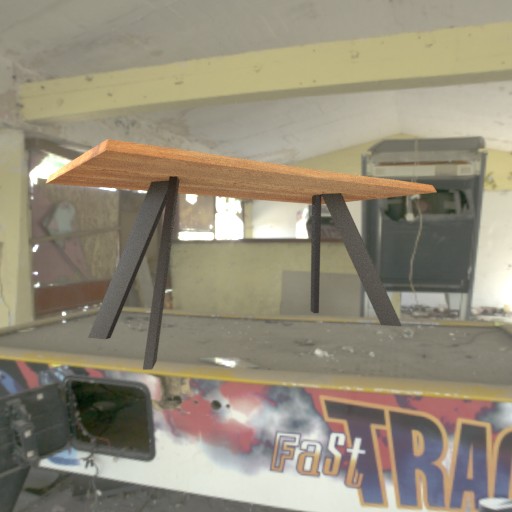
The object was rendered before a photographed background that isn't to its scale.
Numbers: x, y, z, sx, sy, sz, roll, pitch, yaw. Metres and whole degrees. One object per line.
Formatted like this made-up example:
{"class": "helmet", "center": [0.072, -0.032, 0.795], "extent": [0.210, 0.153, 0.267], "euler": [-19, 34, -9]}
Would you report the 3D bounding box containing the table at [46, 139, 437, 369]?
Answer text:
{"class": "table", "center": [0.000, 0.000, 2.266], "extent": [1.800, 0.770, 0.900], "euler": [-1, 2, -36]}
